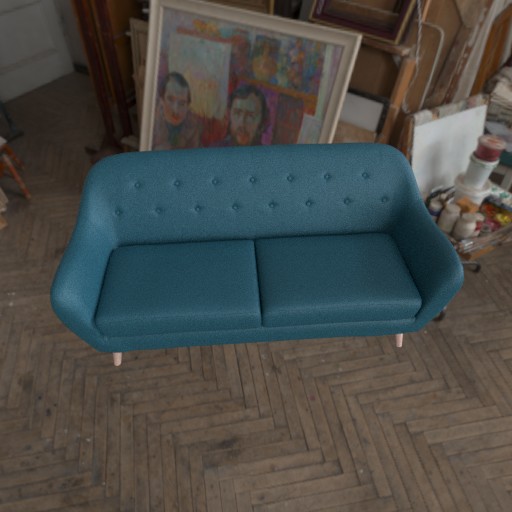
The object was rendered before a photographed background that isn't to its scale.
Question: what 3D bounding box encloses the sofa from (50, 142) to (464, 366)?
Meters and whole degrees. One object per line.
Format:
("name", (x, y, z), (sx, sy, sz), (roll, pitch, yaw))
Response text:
("sofa", (0.000, 0.000, 2.313), (1.840, 0.836, 0.820), (-3, 46, -3))
